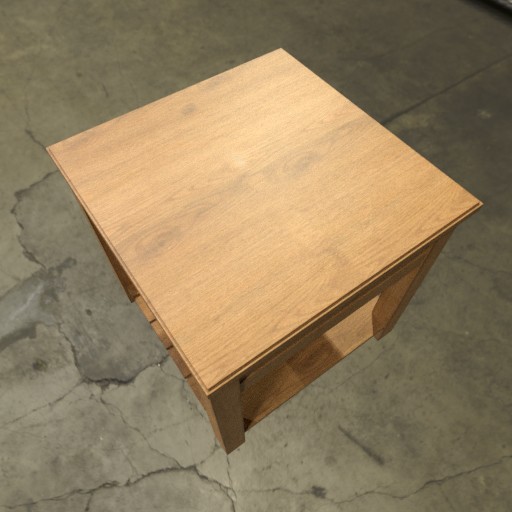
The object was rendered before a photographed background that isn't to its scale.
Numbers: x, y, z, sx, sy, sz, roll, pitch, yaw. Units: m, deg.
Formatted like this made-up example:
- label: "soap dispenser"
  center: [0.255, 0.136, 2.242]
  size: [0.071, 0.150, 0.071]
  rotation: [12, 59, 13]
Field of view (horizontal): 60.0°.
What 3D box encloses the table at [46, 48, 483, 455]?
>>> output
- label: "table"
  center: [0.000, 0.000, 1.106]
  size: [0.612, 0.593, 0.616]
  rotation: [-31, 62, -19]
